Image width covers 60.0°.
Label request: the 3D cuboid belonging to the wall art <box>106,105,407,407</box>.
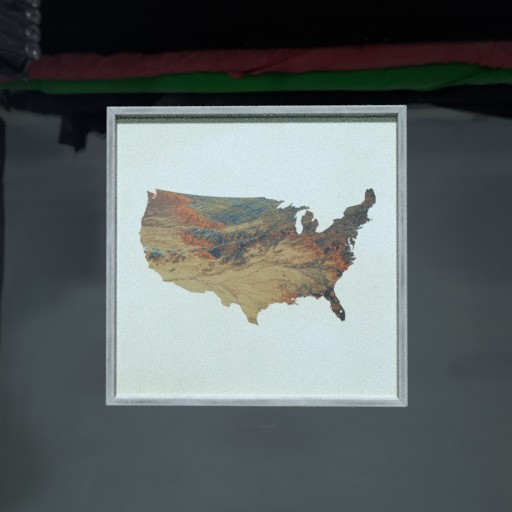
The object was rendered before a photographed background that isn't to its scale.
[{"bbox_3d":[0.000,0.000,0.454,0.303,0.303,0.015,0,-1,1],"label":"wall art"}]
